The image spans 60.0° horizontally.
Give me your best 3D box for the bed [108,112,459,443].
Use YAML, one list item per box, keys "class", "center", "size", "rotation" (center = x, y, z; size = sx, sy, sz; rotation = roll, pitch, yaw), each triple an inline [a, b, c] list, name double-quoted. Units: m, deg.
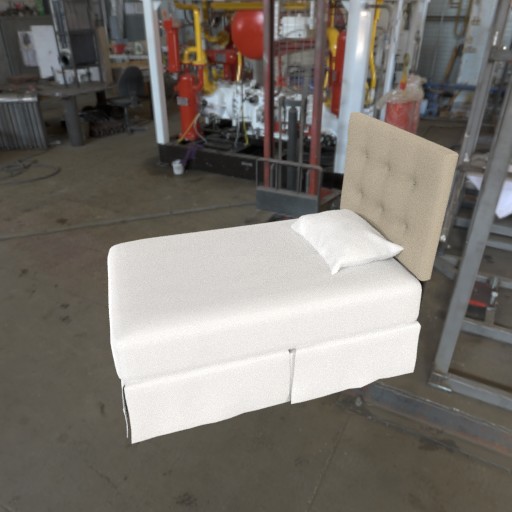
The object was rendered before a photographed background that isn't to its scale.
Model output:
- class: "bed"
  center: [0.000, 0.000, 3.000]
  size: [1.997, 1.571, 1.261]
  rotation: [-9, 31, -15]
